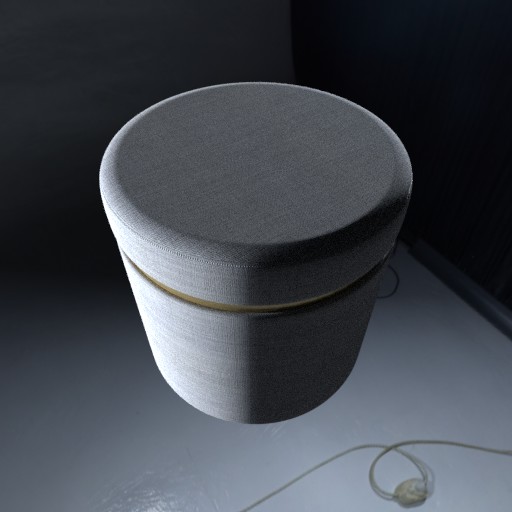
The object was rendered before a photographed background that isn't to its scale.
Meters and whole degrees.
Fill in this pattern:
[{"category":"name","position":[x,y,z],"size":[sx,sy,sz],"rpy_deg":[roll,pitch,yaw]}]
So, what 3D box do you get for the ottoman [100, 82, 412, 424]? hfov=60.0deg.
[{"category":"ottoman","position":[0.000,0.000,0.714],"size":[0.400,0.406,0.400],"rpy_deg":[0,47,0]}]
